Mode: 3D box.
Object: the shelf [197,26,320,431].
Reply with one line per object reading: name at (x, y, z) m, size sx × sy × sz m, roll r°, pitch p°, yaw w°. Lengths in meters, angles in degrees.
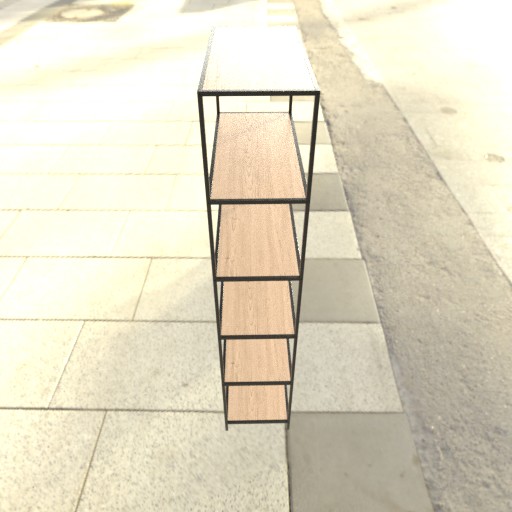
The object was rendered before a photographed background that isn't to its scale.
shelf at (0.000, 0.000, 2.140) m, size 0.350 × 1.850 × 0.770 m, roll -1°, pitch 40°, yaw -1°
